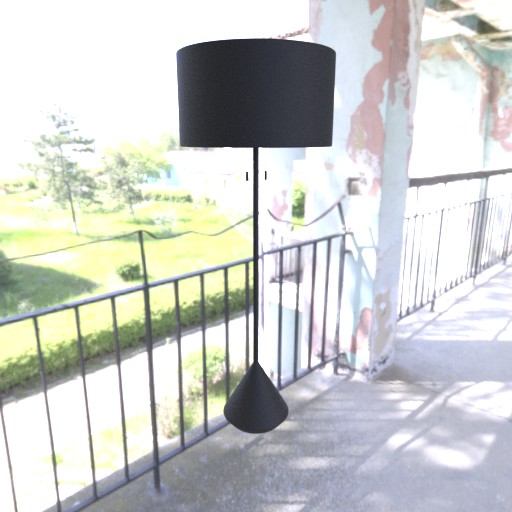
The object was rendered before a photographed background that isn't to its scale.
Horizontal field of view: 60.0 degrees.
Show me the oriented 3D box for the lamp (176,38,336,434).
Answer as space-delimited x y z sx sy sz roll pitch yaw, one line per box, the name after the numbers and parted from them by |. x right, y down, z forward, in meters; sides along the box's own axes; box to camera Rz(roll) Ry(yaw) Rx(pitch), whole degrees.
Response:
0.000 0.000 1.822 0.580 1.526 0.580 -14 21 -43 | lamp
